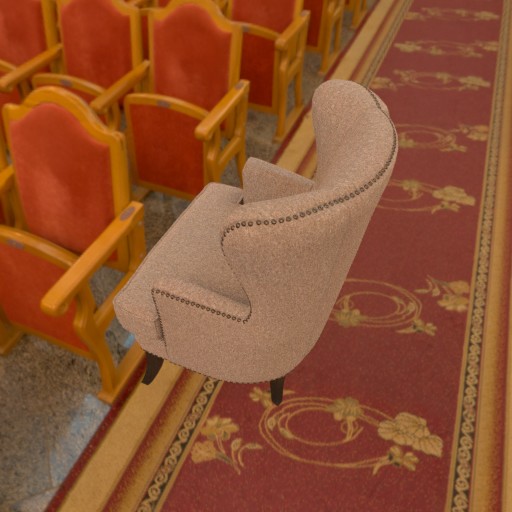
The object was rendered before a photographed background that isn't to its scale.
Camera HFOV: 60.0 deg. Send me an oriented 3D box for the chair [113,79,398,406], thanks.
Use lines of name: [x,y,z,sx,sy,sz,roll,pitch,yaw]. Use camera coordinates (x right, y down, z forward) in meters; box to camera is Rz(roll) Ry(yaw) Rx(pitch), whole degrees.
chair: [0.000,0.000,1.575,0.758,1.060,0.759,17,49,16]
